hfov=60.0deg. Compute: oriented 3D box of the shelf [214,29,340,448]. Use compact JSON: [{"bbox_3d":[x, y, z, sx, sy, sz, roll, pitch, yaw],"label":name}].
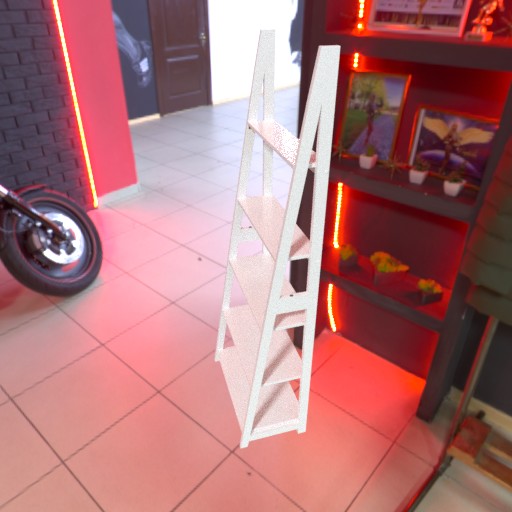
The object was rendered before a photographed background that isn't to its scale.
[{"bbox_3d":[0.000,0.000,2.003,0.341,1.779,0.636,-9,33,-14],"label":"shelf"}]
